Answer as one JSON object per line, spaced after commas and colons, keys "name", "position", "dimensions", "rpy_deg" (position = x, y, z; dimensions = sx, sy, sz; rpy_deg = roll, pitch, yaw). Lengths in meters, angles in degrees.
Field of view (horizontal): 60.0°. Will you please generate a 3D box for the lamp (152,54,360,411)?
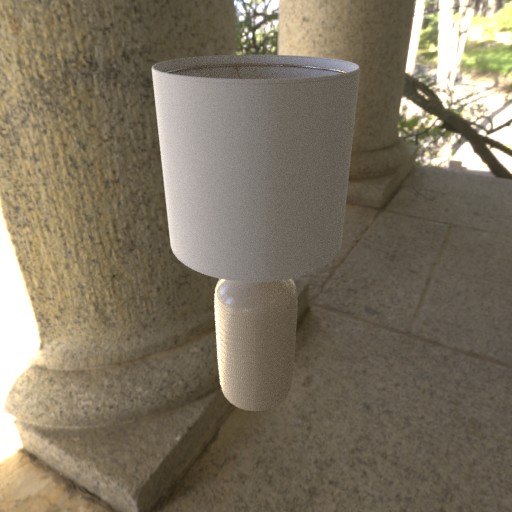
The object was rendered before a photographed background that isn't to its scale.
{"name": "lamp", "position": [0.000, 0.000, 0.595], "dimensions": [0.220, 0.475, 0.220], "rpy_deg": [0, 29, 0]}
